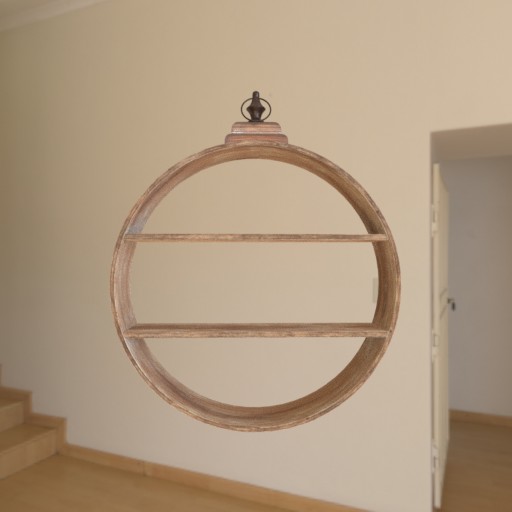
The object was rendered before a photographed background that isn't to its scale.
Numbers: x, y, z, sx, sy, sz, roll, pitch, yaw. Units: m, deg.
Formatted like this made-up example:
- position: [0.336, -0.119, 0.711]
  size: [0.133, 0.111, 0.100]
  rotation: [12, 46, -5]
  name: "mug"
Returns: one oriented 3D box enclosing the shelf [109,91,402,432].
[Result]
- position: [0.000, 0.000, 0.973]
  size: [0.601, 0.725, 0.125]
  rotation: [0, 0, -1]
  name: "shelf"
